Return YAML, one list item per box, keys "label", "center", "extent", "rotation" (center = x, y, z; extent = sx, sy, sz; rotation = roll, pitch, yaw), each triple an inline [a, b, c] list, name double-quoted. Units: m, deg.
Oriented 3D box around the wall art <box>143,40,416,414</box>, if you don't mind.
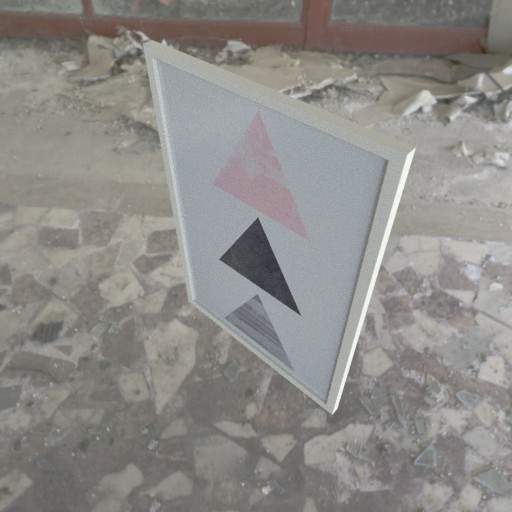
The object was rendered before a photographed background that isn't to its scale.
- label: "wall art"
  center: [0.000, 0.000, 0.547]
  extent: [0.303, 0.433, 0.013]
  rotation: [33, 55, 27]
